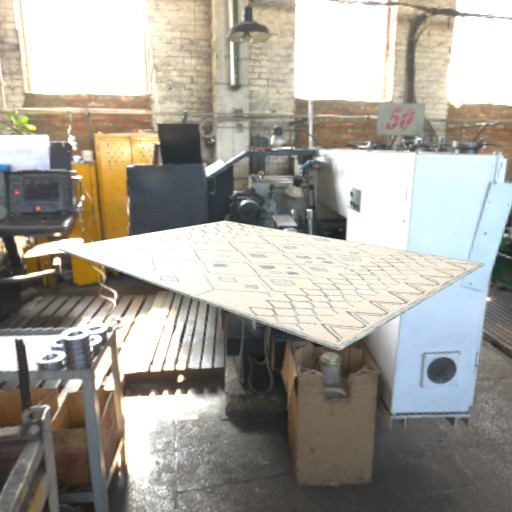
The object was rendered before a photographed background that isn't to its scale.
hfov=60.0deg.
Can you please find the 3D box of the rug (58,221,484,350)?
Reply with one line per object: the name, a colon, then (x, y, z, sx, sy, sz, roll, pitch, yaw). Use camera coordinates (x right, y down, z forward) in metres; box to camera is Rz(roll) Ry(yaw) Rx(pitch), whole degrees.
rug: (0.000, 0.000, 2.277, 1.820, 0.009, 1.260, 13, 19, 42)
